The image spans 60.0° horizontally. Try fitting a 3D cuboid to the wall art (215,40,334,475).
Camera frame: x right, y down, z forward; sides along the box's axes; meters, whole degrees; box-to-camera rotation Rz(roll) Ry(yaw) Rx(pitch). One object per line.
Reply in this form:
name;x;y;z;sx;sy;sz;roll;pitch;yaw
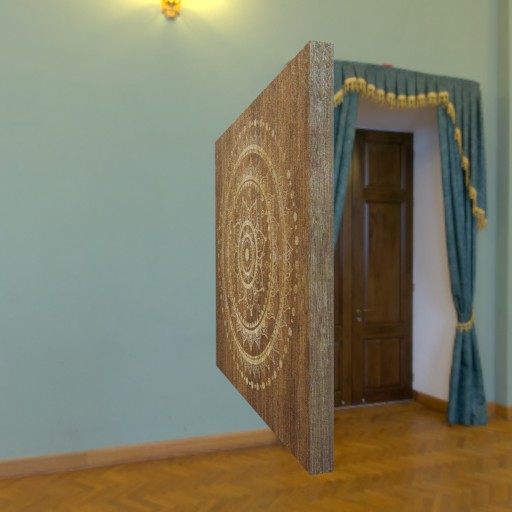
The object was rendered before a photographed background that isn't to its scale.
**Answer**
wall art;0.000;0.000;0.907;0.042;0.608;0.611;0;1;-18
